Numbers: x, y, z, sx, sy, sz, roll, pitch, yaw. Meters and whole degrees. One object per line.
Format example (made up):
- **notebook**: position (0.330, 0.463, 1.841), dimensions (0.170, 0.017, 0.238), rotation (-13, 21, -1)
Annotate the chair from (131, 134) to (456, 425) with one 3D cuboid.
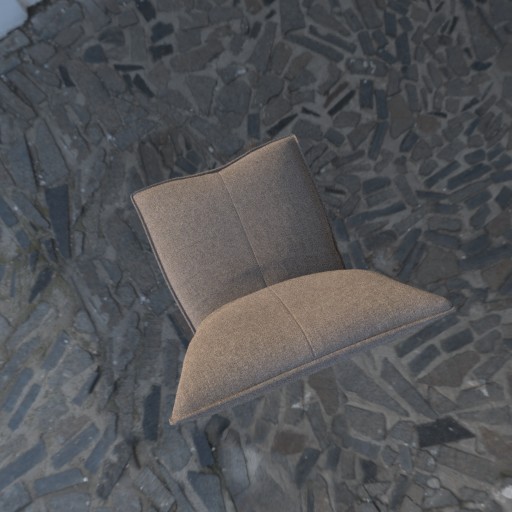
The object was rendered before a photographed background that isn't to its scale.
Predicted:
- **chair**: position (0.000, 0.000, 1.298), dimensions (0.597, 0.811, 0.696), rotation (-21, 77, -5)
